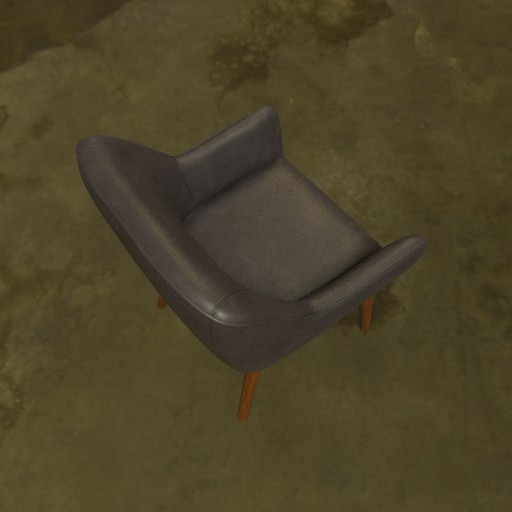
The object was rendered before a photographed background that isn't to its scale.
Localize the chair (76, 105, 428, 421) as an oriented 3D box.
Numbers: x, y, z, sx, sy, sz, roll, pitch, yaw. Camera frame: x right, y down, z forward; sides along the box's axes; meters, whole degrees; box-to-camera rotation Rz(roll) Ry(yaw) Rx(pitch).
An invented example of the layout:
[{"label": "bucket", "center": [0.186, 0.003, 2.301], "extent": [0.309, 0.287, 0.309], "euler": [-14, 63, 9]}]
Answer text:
[{"label": "chair", "center": [0.000, 0.000, 1.213], "extent": [0.610, 0.828, 0.610], "euler": [-34, 65, -18]}]
